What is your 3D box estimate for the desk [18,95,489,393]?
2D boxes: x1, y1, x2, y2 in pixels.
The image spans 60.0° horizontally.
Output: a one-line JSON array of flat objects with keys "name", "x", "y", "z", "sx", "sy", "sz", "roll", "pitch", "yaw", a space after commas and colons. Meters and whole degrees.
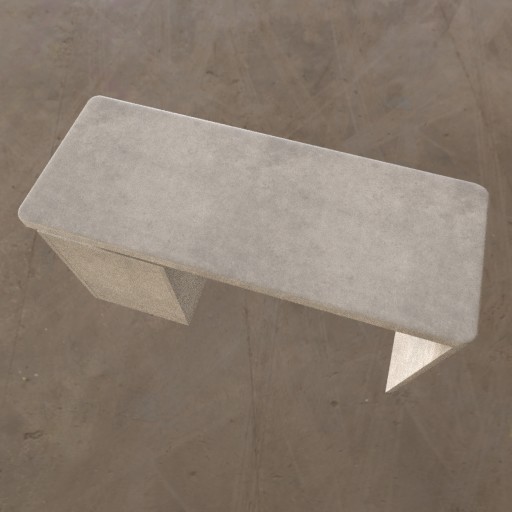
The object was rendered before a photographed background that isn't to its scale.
[{"name": "desk", "x": 0.000, "y": 0.000, "z": 1.725, "sx": 1.400, "sy": 0.755, "sz": 0.550, "roll": 15, "pitch": 64, "yaw": 8}]
